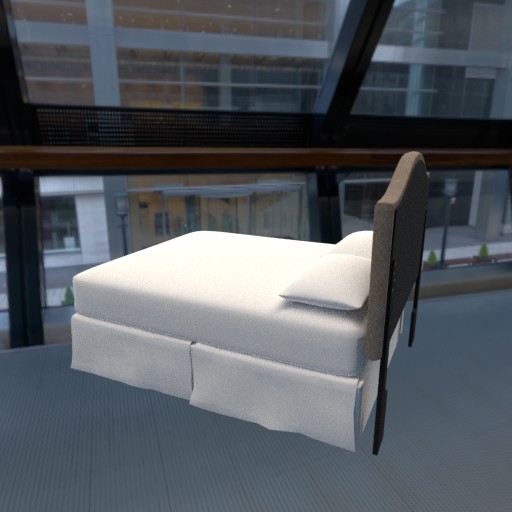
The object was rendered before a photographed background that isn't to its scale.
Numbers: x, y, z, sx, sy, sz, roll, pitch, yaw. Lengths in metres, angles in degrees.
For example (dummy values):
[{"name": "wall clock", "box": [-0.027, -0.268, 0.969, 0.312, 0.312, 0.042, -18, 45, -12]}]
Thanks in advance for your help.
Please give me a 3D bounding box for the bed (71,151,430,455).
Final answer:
[{"name": "bed", "box": [0.000, 0.000, 3.223, 2.153, 1.518, 1.713, 8, 17, 25]}]
